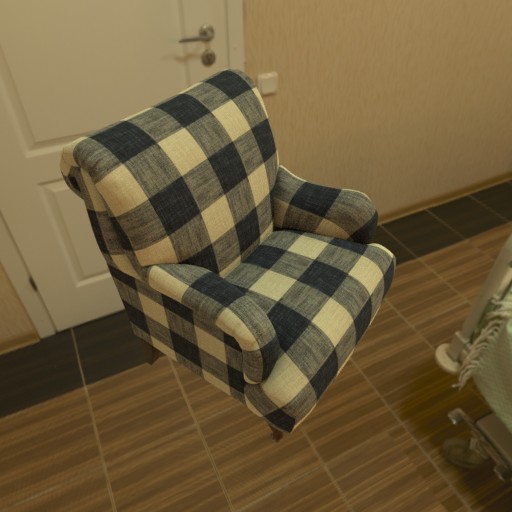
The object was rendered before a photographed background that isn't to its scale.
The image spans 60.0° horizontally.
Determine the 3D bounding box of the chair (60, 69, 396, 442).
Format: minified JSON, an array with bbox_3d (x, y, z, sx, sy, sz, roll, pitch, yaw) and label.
[{"bbox_3d":[0.000,0.000,1.546,0.848,0.953,0.781,25,47,25],"label":"chair"}]
